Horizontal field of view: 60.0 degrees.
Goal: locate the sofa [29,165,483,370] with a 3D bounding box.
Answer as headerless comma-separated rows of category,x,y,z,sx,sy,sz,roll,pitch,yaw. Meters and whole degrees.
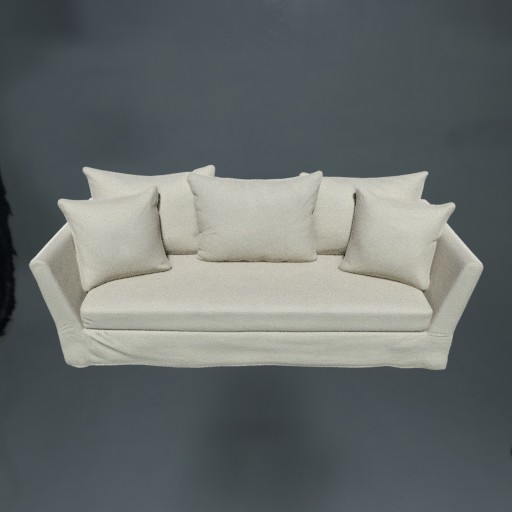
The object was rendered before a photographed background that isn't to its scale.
sofa,0.000,0.000,2.957,2.499,1.047,1.046,0,29,1
